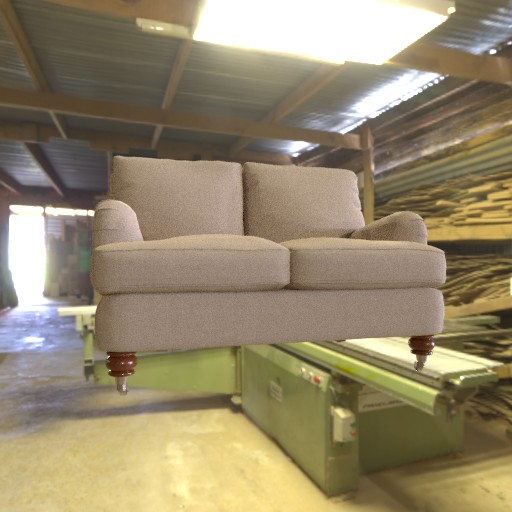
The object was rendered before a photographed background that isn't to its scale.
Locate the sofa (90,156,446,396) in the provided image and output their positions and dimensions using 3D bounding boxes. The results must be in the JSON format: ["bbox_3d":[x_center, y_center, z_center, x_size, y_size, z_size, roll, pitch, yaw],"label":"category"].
[{"bbox_3d":[0.000,0.000,2.219,1.508,1.048,1.087,0,0,-16],"label":"sofa"}]
